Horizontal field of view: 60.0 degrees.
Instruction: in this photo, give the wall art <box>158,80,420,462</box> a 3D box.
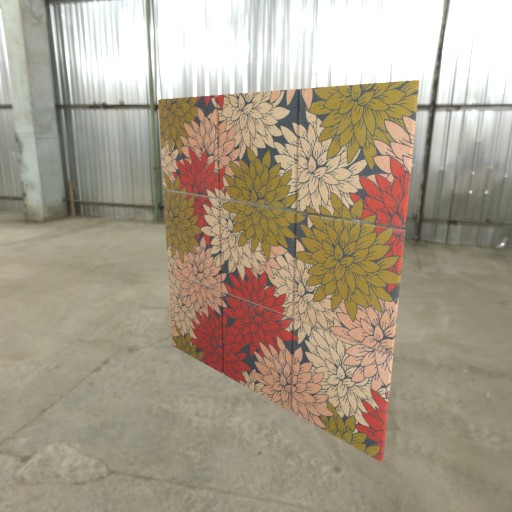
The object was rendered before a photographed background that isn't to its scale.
[{"bbox_3d":[0.000,0.000,1.315,0.904,0.913,0.013,15,22,42],"label":"wall art"}]
